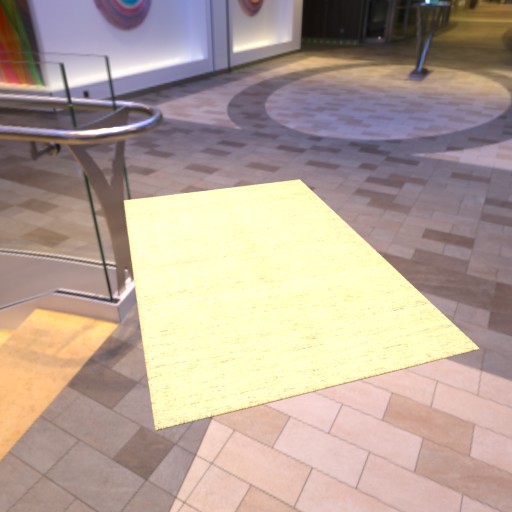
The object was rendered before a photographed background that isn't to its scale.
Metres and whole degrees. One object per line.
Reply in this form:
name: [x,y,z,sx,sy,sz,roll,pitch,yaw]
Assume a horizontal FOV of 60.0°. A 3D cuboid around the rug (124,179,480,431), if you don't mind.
rug: [0.000,0.000,2.319,1.250,0.015,1.850,-9,33,-15]
